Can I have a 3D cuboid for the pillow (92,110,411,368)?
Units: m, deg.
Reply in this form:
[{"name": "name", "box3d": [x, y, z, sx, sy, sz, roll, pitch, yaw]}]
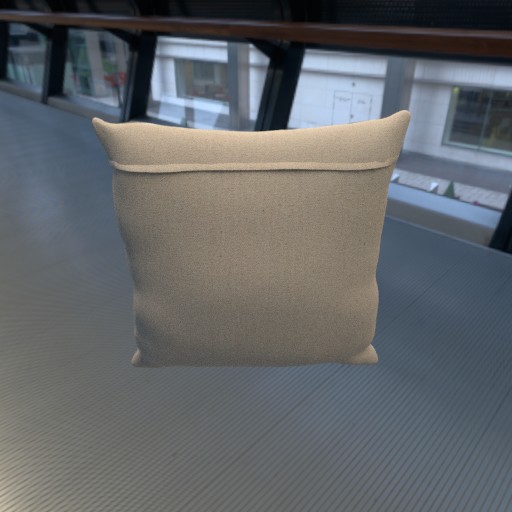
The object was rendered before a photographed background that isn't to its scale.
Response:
[{"name": "pillow", "box3d": [0.000, 0.000, 0.698, 0.440, 0.441, 0.182, -1, 29, -2]}]
